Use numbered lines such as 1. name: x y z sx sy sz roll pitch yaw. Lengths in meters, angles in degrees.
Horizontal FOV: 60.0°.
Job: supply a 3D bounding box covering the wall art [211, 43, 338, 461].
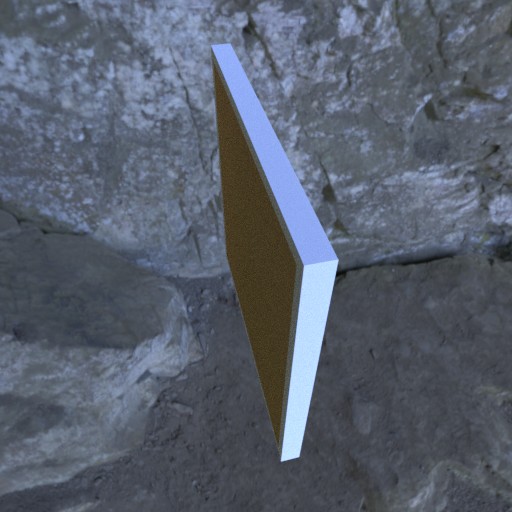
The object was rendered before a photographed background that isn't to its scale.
1. wall art: 0.000 0.000 0.457 0.020 0.307 0.307 -10 48 -9
